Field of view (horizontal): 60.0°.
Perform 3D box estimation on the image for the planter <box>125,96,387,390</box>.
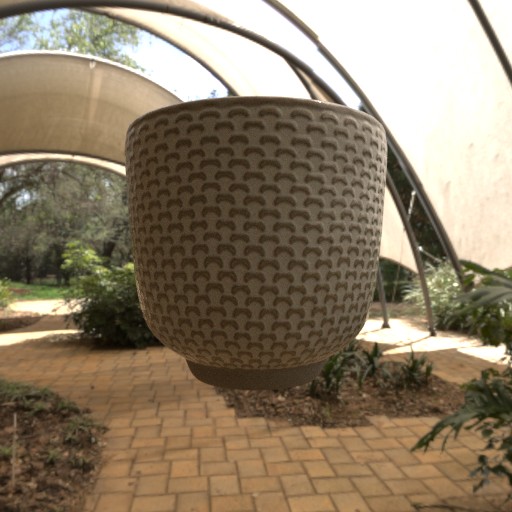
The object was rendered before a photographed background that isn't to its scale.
[{"bbox_3d":[0.000,0.000,0.304,0.173,0.160,0.173,0,0,0],"label":"planter"}]
